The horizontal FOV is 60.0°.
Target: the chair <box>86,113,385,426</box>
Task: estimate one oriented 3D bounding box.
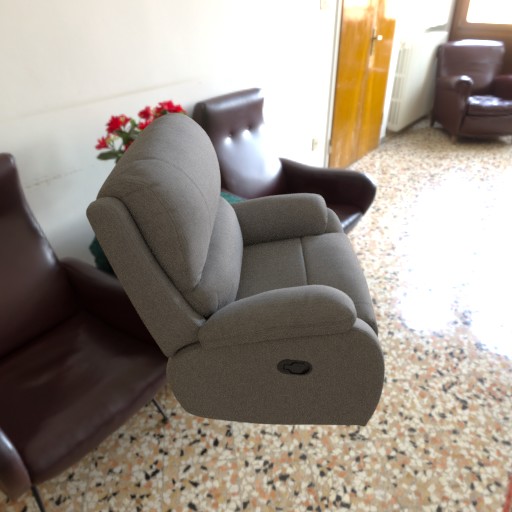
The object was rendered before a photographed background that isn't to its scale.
[{"bbox_3d":[0.000,0.000,1.735,0.899,1.011,0.930,0,31,1],"label":"chair"}]
